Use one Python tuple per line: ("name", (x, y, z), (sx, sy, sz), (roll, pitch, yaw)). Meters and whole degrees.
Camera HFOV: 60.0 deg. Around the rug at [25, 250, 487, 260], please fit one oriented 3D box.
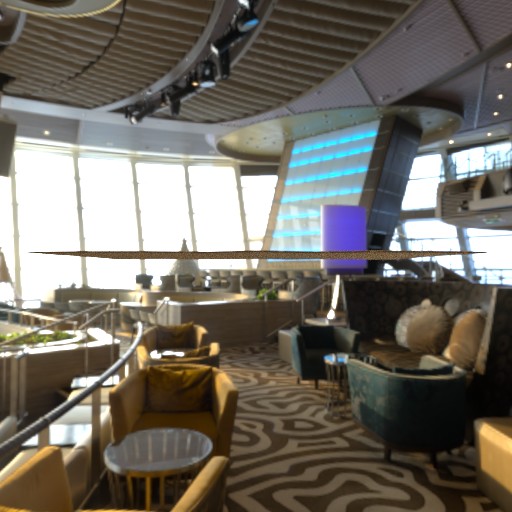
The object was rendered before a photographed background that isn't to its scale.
("rug", (0.000, 0.000, 2.239), (1.761, 0.013, 1.152), (0, -2, -1))
